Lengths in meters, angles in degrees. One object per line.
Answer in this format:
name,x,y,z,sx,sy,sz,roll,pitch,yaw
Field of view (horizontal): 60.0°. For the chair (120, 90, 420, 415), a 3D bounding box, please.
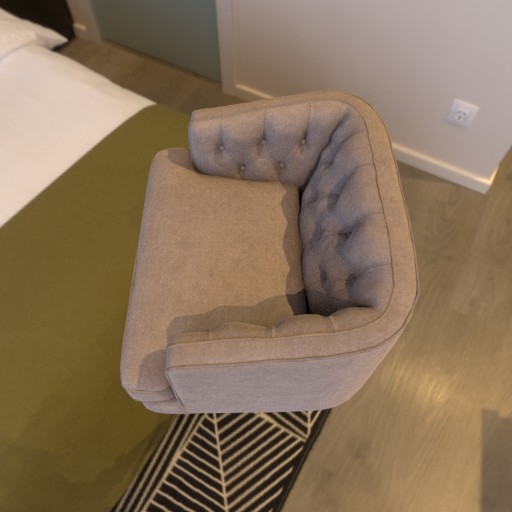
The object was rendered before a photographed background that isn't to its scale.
chair,0.000,0.000,1.757,0.941,0.852,1.104,0,59,0
